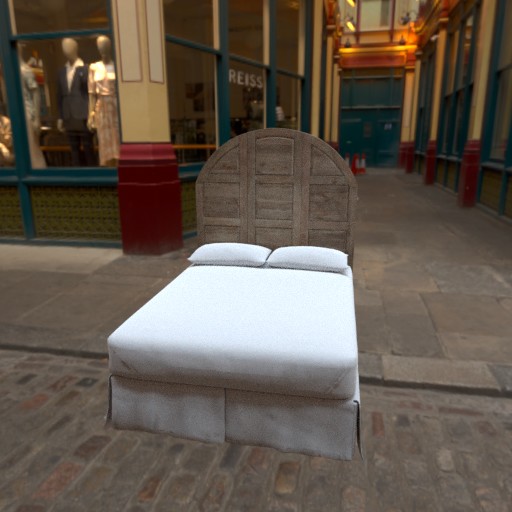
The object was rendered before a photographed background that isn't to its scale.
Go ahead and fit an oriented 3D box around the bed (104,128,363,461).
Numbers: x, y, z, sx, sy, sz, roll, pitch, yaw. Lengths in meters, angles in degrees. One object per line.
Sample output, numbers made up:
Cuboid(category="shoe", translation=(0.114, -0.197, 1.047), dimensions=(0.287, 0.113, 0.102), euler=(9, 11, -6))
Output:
Cuboid(category="bed", translation=(0.000, 0.000, 3.554), dimensions=(1.713, 2.002, 2.112), euler=(3, 15, 10))
